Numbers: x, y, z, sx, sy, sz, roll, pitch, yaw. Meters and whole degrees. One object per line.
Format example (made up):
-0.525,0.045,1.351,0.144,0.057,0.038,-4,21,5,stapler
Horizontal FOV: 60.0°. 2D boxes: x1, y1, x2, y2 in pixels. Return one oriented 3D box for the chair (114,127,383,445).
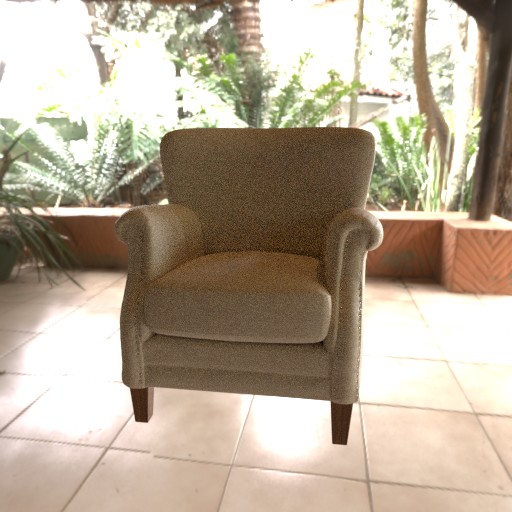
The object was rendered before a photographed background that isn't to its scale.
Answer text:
0.000,0.000,1.626,0.861,0.936,0.921,2,14,8,chair
